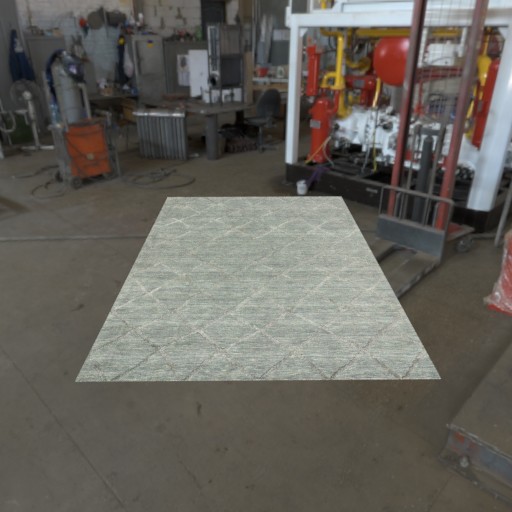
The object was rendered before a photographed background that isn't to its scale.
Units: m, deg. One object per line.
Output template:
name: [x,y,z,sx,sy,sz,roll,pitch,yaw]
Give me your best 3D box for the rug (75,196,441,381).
rug: [0.000,0.000,2.863,1.521,0.006,2.283,0,27,-1]
